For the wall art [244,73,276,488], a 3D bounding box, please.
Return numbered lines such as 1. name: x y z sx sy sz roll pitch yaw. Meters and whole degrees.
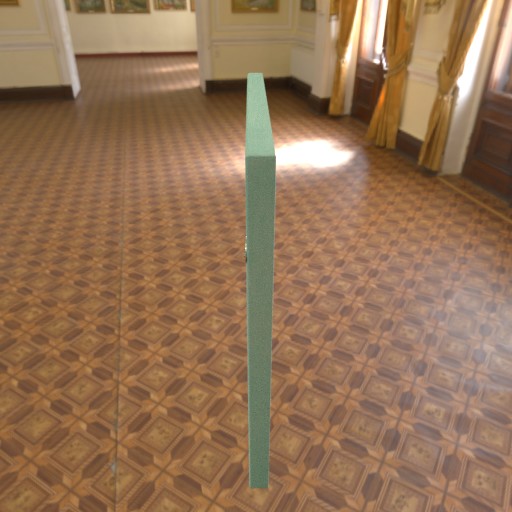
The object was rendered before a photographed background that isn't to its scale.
1. wall art: 0.000 0.000 1.583 0.070 1.073 1.071 0 30 -1
